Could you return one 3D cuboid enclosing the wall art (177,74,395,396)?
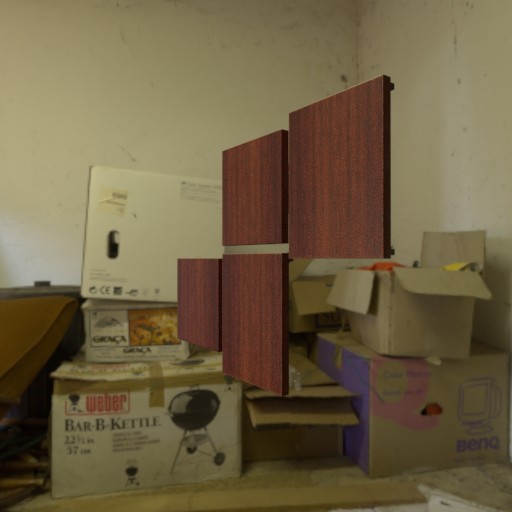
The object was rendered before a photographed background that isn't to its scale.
[{"bbox_3d":[0.000,0.000,0.873,0.030,0.497,0.635,0,0,-36],"label":"wall art"}]
